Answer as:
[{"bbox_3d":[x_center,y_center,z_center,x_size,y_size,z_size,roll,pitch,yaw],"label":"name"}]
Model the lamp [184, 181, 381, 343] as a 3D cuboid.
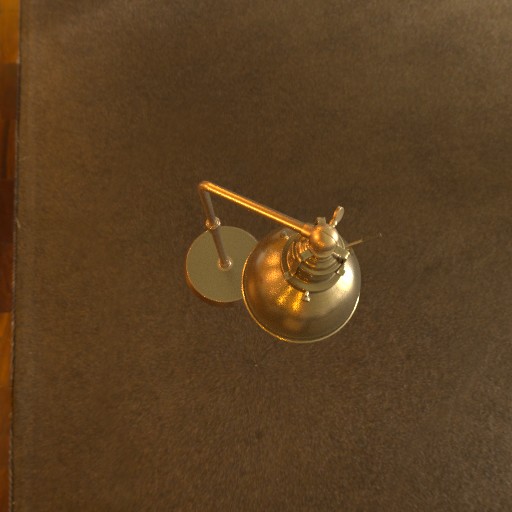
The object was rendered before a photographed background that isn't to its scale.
[{"bbox_3d":[0.000,0.000,0.582,0.286,0.456,0.153,33,78,8],"label":"lamp"}]
